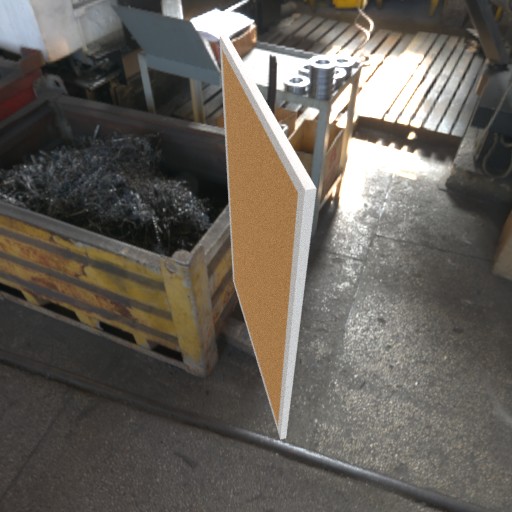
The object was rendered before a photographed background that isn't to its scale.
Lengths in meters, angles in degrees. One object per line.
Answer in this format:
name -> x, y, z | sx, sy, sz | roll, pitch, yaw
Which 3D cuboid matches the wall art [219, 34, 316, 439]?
wall art -> 0.000, 0.000, 0.855 | 0.013, 0.656, 0.456 | -11, 47, -10
